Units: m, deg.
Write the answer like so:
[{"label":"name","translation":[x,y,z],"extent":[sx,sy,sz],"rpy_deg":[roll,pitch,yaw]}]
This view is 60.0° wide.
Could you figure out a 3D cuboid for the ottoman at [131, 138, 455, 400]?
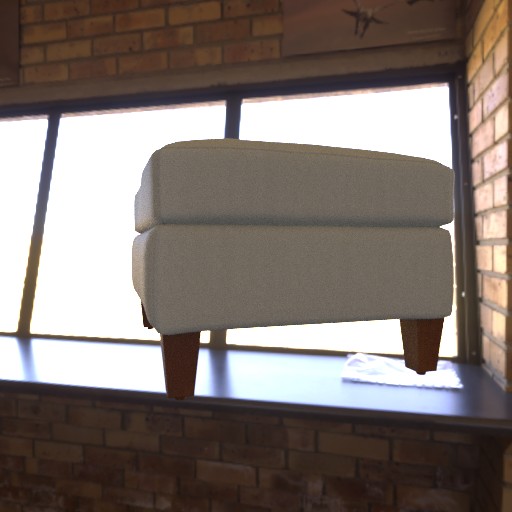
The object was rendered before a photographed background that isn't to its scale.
[{"label":"ottoman","translation":[0.000,0.000,1.202],"extent":[0.634,0.496,0.818],"rpy_deg":[0,1,-18]}]
